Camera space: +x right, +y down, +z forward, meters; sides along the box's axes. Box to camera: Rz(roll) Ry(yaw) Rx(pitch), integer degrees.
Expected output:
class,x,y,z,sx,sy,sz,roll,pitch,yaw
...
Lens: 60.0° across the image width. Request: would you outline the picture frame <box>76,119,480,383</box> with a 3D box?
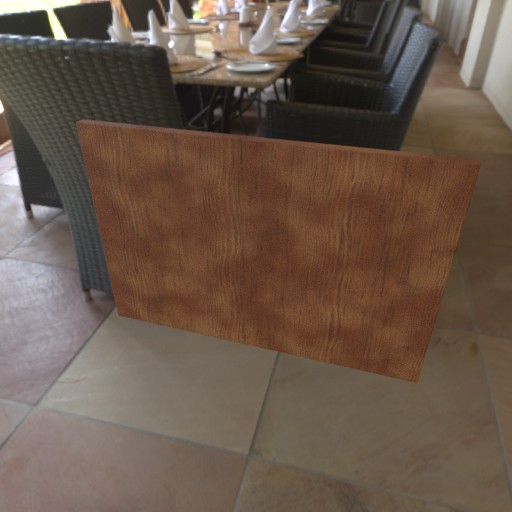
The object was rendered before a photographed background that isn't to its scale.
class,x,y,z,sx,sy,sz,roll,pitch,yaw
picture frame,0.000,0.000,1.191,0.950,0.640,0.029,10,34,15
